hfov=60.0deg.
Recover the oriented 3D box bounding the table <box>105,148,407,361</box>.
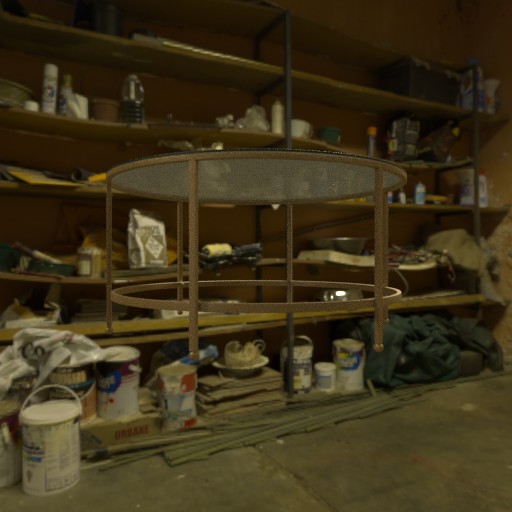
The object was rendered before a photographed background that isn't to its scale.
[{"bbox_3d":[0.000,0.000,1.420,0.914,0.470,0.914,0,0,0],"label":"table"}]
